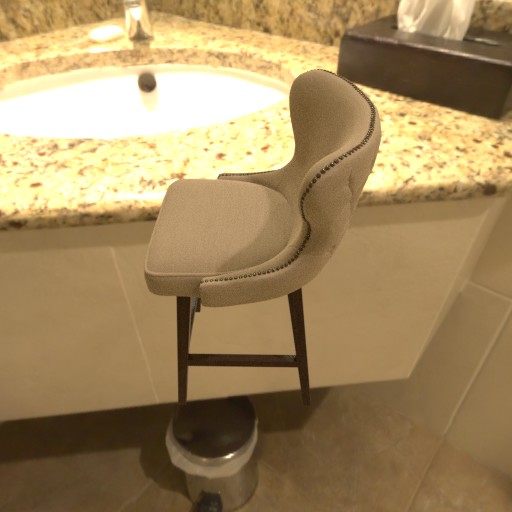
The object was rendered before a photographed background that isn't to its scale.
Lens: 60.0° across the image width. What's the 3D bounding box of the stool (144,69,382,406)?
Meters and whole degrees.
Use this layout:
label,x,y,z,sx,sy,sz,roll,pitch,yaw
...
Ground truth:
label,x,y,z,sx,sy,sz,roll,pitch,yaw
stool,0.000,0.000,1.383,0.597,0.972,0.615,1,41,1
